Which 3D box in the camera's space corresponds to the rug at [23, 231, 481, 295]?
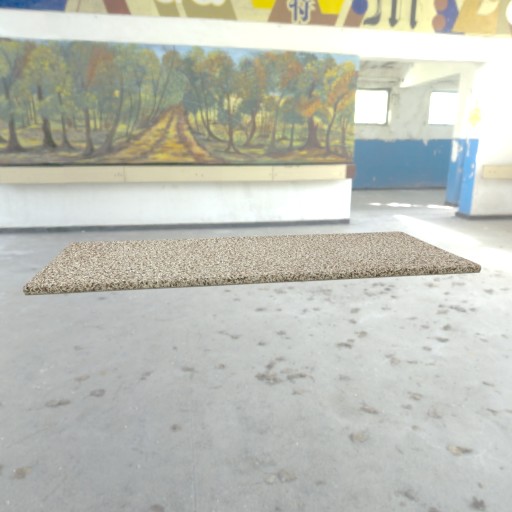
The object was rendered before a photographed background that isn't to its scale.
[{"bbox_3d":[0.000,0.000,1.737,1.524,0.030,0.609,-2,15,-9],"label":"rug"}]
